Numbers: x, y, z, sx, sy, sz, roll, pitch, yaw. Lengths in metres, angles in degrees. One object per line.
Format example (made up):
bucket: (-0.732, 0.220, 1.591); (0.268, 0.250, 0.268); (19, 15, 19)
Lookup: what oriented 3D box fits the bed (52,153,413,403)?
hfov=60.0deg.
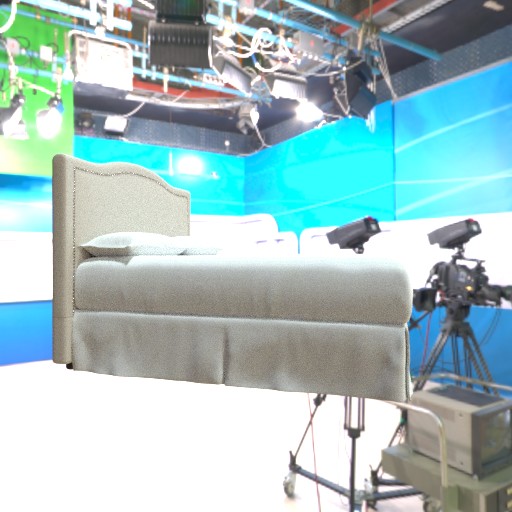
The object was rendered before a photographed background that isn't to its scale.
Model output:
bed: (0.000, 0.000, 3.266); (2.143, 1.460, 1.753); (0, 0, 18)
